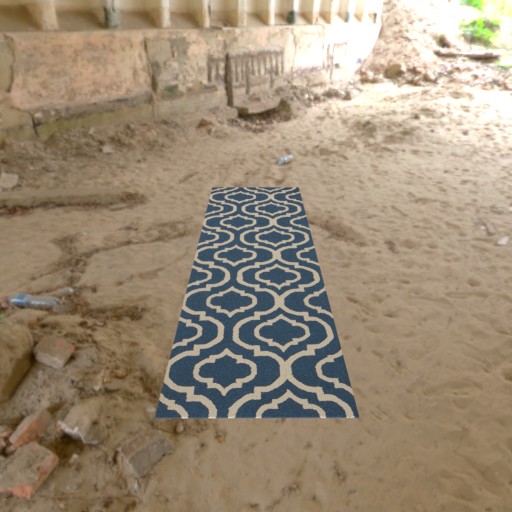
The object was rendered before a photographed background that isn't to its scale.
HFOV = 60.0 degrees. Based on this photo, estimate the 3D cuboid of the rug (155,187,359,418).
[{"bbox_3d":[0.000,0.000,2.498,0.685,0.006,2.296,0,28,0],"label":"rug"}]
